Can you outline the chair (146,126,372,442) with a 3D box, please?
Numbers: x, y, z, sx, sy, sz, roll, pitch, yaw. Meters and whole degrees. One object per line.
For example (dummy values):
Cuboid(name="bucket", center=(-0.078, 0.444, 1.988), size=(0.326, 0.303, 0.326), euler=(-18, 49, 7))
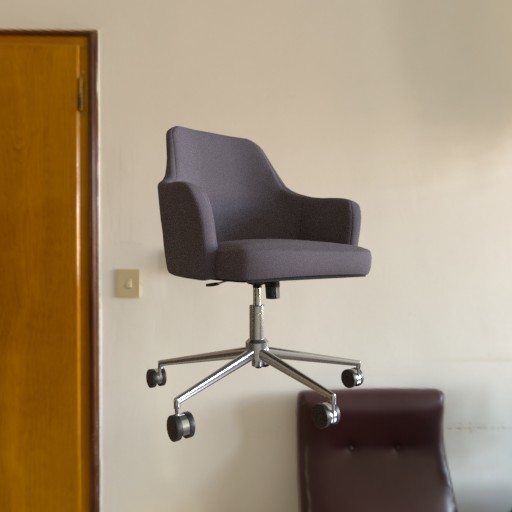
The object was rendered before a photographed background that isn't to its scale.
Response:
Cuboid(name="chair", center=(0.000, 0.000, 1.278), size=(0.655, 0.820, 0.600), euler=(0, 1, -37))
